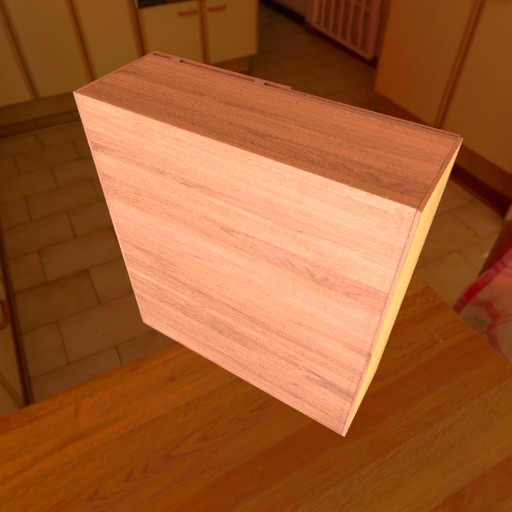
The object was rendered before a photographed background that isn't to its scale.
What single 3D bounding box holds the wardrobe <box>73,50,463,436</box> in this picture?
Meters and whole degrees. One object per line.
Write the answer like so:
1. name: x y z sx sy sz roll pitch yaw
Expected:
1. wardrobe: 0.000 0.000 2.785 1.780 1.960 0.629 24 50 22
